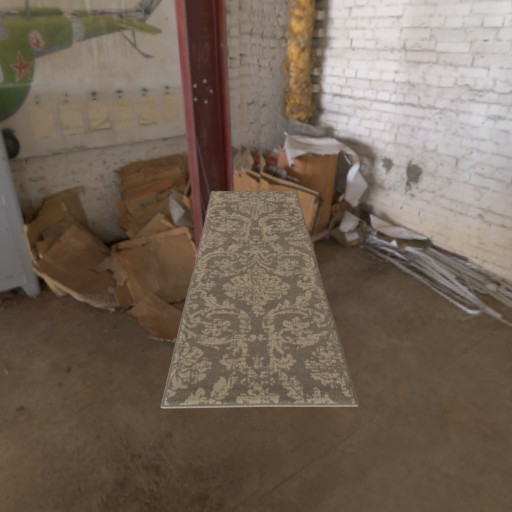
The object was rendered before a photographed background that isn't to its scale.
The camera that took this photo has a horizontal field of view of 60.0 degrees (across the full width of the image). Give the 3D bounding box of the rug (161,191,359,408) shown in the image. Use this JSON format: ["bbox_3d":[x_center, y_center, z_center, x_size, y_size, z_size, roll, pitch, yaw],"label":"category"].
[{"bbox_3d":[0.000,0.000,2.450,0.662,0.011,2.196,0,27,-1],"label":"rug"}]
